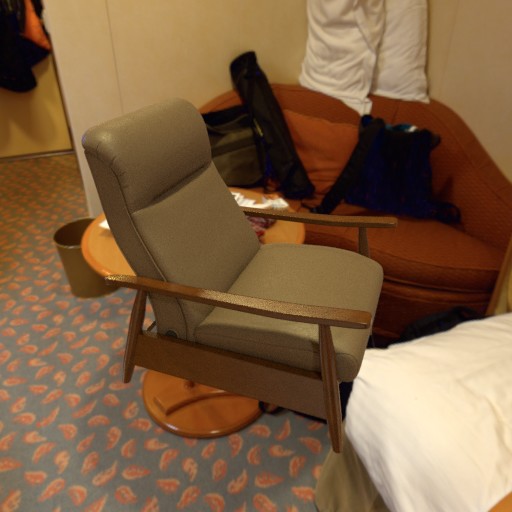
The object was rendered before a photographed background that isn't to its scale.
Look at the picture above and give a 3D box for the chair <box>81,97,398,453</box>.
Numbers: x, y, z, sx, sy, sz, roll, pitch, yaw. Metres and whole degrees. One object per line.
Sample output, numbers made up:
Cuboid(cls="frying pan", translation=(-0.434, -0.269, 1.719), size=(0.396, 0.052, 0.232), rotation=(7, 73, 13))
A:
Cuboid(cls="chair", translation=(0.000, 0.000, 1.796), size=(1.014, 1.082, 0.762), rotation=(11, 33, 18))
